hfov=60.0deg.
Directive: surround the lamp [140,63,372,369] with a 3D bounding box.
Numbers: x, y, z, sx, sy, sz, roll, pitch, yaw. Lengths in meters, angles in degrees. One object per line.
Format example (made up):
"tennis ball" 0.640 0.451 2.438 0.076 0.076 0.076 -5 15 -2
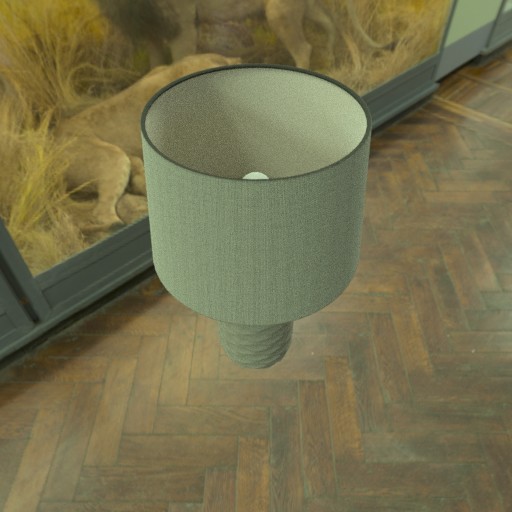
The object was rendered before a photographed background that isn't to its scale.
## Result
"lamp" 0.000 0.000 0.845 0.376 0.594 0.376 0 46 0
